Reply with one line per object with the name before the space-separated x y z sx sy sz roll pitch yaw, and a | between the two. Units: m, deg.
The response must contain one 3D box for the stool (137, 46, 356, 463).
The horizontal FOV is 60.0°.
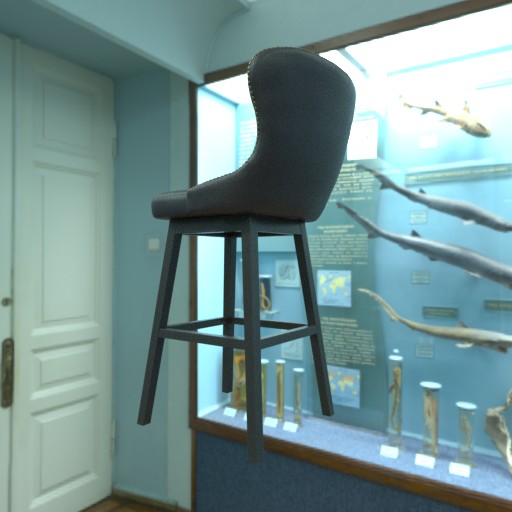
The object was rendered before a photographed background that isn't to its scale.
stool | 0.000 0.000 1.393 0.601 1.050 0.528 0 -1 36
